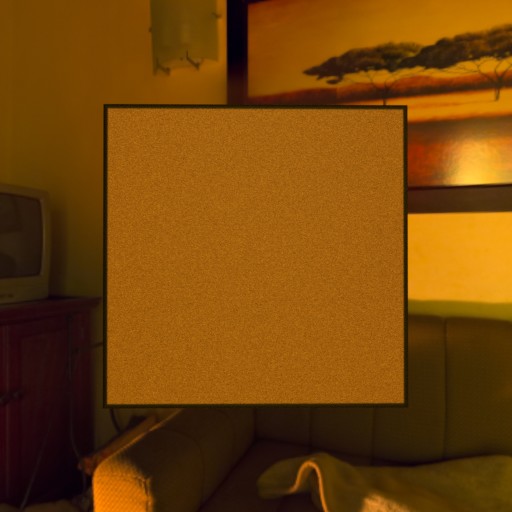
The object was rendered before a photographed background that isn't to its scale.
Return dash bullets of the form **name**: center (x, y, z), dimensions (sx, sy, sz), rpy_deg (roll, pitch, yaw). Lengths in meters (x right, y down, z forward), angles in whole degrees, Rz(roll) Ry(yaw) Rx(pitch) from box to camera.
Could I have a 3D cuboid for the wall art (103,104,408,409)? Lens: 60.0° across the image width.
- **wall art**: center (0.000, 0.000, 0.759), dimensions (0.513, 0.511, 0.028), rpy_deg (0, 0, -1)
